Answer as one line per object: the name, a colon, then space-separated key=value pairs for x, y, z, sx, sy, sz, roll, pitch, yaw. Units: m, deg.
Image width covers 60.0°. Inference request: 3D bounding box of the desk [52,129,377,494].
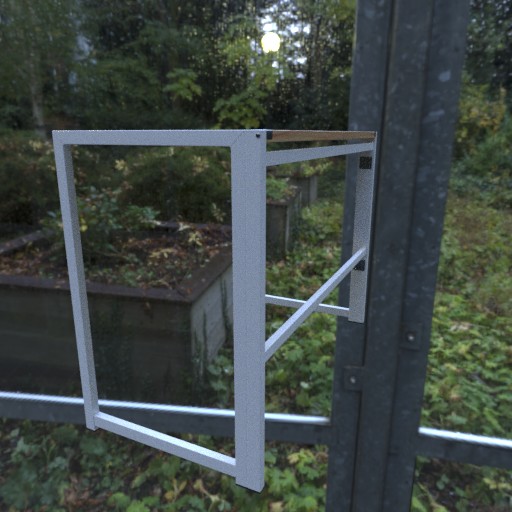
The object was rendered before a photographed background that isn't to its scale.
desk: x=0.000 y=0.000 z=1.406 sx=0.508 sy=0.762 sz=1.016 roll=7 pitch=17 yaw=25
